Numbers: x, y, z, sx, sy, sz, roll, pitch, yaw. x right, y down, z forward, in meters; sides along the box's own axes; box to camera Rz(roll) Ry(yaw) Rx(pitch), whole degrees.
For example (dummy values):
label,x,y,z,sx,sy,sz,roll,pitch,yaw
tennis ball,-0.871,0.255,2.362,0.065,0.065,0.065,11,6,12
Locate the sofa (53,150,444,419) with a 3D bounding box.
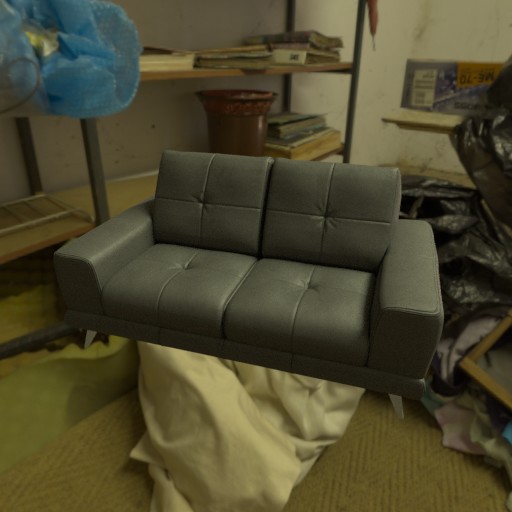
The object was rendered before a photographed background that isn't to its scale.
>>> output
label,x,y,z,sx,sy,sz,roll,pitch,yaw
sofa,0.000,0.000,2.340,1.806,0.907,1.018,8,27,16
